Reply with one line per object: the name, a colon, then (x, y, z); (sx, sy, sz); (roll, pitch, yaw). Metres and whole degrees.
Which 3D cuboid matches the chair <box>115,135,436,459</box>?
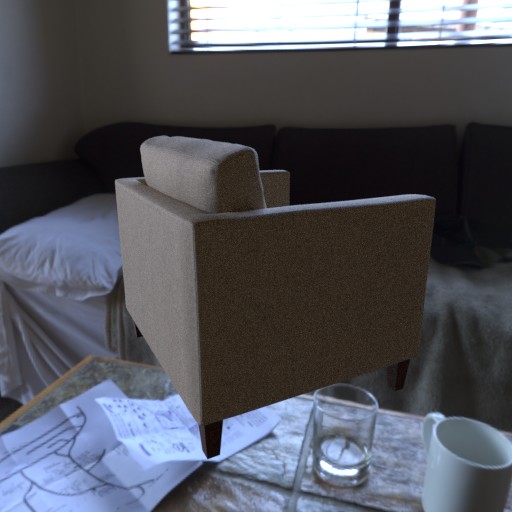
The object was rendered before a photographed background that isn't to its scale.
chair: (0.000, 0.000, 1.902); (0.959, 0.987, 1.107); (-9, 19, -26)
